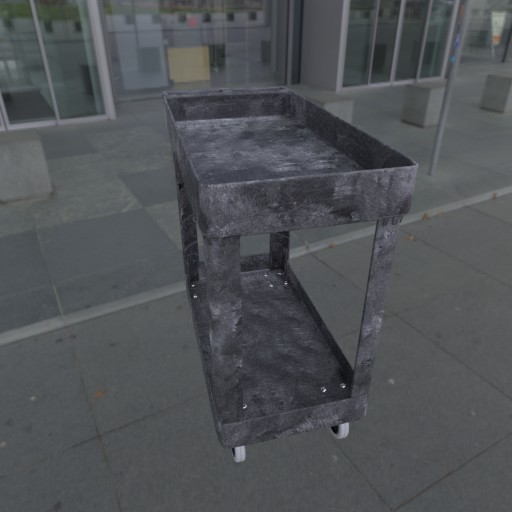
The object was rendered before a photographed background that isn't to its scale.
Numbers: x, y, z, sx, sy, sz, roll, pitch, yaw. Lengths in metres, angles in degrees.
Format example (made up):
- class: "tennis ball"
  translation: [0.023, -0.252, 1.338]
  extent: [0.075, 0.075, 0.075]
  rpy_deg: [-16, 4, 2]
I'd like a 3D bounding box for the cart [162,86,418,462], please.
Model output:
- class: "cart"
  translation: [0.000, 0.000, 1.345]
  extent: [0.420, 0.824, 0.877]
  rpy_deg: [-7, 31, -12]
